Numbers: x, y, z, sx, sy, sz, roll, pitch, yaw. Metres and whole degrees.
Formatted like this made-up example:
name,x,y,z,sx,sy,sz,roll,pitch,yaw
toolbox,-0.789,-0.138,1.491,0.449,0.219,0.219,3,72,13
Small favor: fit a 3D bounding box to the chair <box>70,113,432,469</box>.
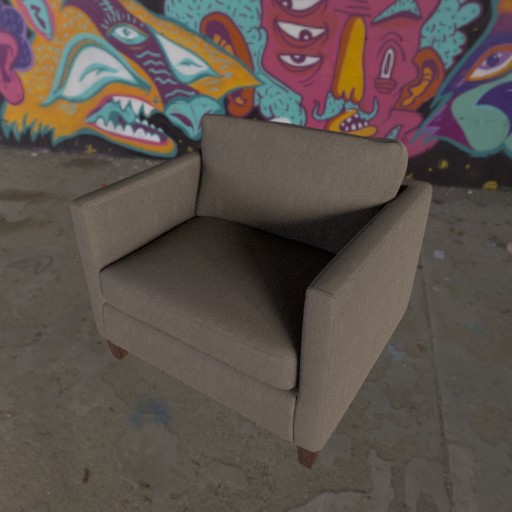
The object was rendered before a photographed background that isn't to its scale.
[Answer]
name,x,y,z,sx,sy,sz,roll,pitch,yaw
chair,0.000,0.000,1.818,1.107,0.963,0.959,19,36,28
